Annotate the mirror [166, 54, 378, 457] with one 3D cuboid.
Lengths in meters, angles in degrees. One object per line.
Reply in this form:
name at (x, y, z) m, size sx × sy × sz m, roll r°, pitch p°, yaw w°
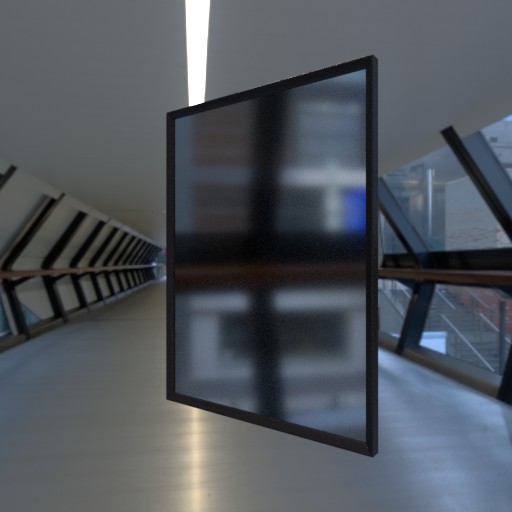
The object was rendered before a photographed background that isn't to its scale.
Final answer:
mirror at (0.000, 0.000, 1.358) m, size 0.762 × 1.016 × 0.041 m, roll 0°, pitch 0°, yaw 37°
